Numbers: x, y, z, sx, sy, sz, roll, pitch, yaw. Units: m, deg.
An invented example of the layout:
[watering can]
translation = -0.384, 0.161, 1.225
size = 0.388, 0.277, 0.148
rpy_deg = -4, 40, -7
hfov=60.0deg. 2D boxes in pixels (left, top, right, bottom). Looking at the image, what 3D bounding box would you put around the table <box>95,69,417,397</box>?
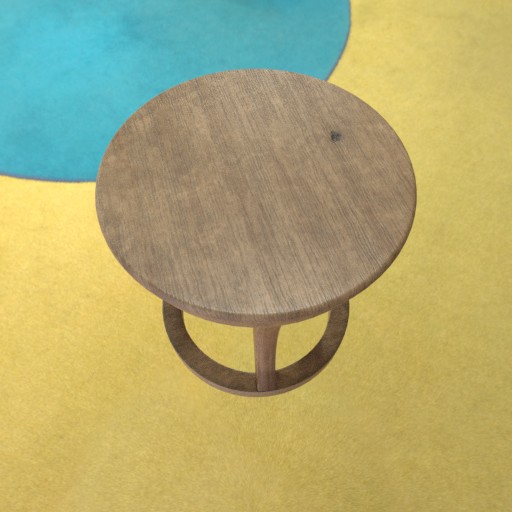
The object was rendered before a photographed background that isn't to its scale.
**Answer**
[table]
translation = 0.000, 0.000, 0.797
size = 0.432, 0.460, 0.432
rpy_deg = 0, 60, 0
